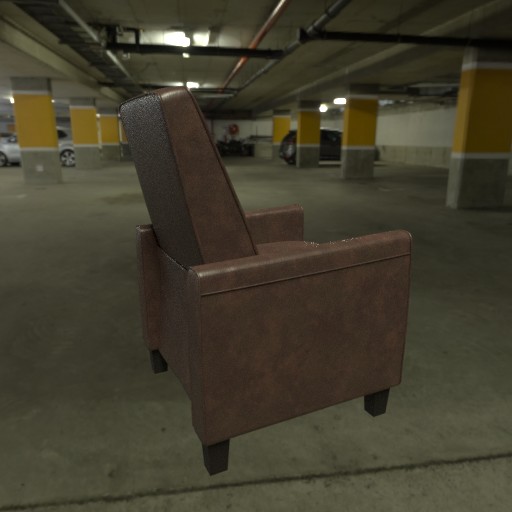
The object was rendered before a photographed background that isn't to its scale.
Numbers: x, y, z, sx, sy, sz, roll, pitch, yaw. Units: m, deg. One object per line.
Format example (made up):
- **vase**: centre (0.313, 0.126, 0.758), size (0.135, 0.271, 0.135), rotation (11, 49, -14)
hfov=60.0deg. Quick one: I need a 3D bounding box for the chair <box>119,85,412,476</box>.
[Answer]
- **chair**: centre (0.000, 0.000, 1.490), size (0.746, 1.013, 0.705), rotation (-7, 16, -26)
